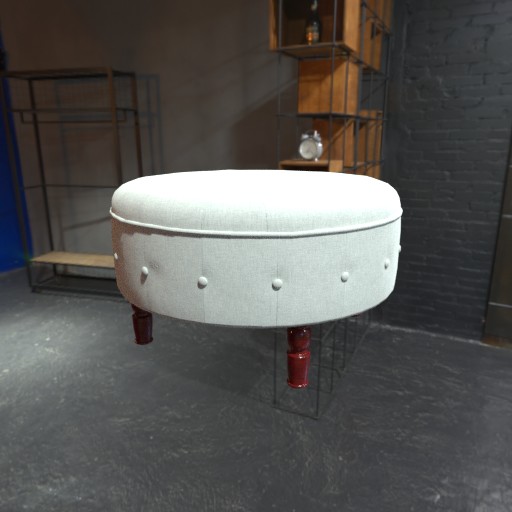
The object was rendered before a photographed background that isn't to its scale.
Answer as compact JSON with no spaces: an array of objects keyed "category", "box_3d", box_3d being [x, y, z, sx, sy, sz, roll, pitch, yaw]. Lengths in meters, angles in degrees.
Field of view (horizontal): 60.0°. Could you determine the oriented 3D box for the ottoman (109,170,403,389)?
[{"category":"ottoman","box_3d":[0.000,0.000,1.392,0.850,0.483,0.850,0,15,0]}]
